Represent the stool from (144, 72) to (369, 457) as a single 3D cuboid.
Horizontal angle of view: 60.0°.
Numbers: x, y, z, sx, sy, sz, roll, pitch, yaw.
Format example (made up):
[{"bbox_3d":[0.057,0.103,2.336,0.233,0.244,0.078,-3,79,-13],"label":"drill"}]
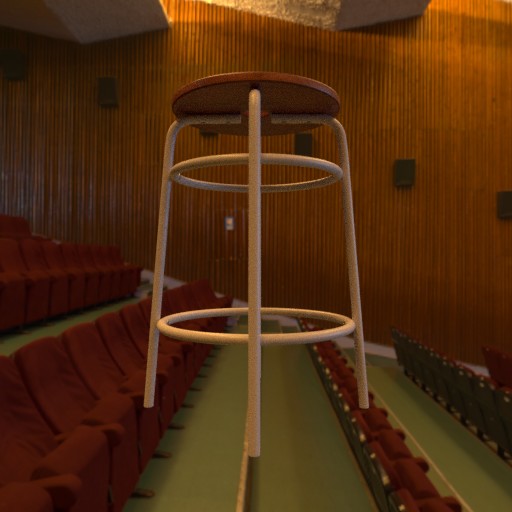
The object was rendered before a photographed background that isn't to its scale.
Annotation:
[{"bbox_3d":[0.000,0.000,0.898,0.455,0.610,0.455,0,0,1],"label":"stool"}]
